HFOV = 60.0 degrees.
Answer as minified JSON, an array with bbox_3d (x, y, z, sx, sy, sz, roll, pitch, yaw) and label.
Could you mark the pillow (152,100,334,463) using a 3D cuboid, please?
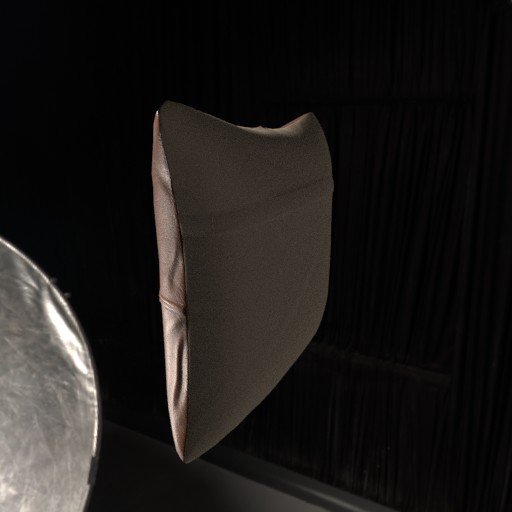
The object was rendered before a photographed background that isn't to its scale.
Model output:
[{"bbox_3d":[0.000,0.000,0.735,0.192,0.470,0.484,8,19,25],"label":"pillow"}]
